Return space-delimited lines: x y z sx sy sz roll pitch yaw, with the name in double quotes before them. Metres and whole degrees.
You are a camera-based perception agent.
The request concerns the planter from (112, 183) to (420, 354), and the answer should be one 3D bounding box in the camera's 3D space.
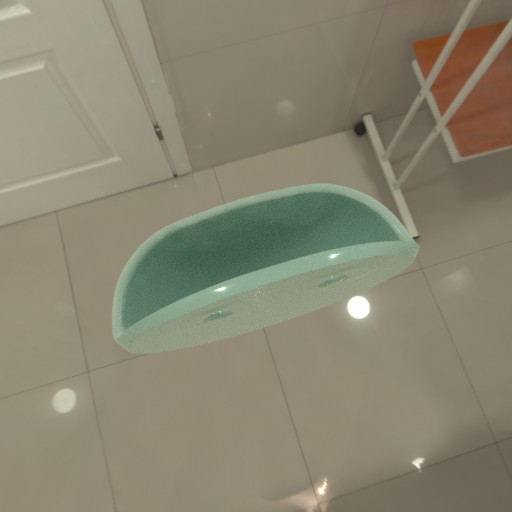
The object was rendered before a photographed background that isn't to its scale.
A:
"planter" 0.000 0.000 0.281 0.189 0.164 0.073 -17 75 -5
